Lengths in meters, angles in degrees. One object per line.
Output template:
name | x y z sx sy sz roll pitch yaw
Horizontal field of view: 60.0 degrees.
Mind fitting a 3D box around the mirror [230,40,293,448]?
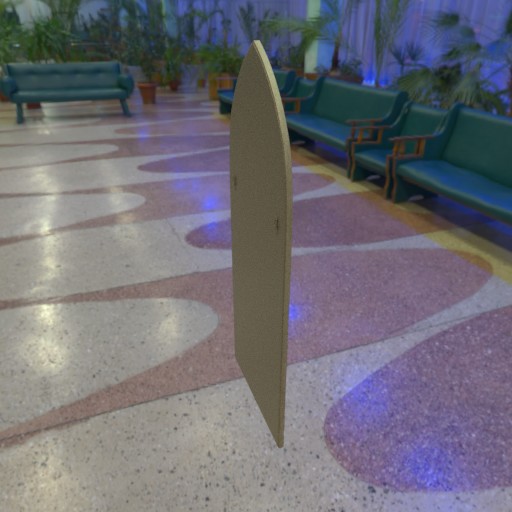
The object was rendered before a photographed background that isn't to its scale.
mirror | 0.000 0.000 1.341 0.025 1.175 0.464 -10 30 -18
